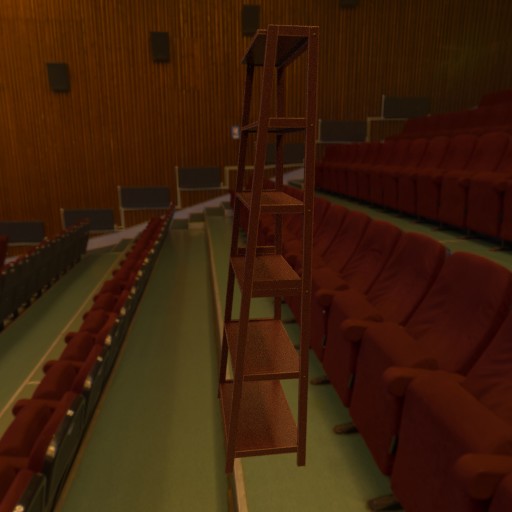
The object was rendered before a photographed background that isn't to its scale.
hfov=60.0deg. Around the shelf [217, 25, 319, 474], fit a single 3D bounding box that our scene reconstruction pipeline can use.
[{"bbox_3d":[0.000,0.000,2.154,0.381,1.892,0.660,-2,14,-8],"label":"shelf"}]
